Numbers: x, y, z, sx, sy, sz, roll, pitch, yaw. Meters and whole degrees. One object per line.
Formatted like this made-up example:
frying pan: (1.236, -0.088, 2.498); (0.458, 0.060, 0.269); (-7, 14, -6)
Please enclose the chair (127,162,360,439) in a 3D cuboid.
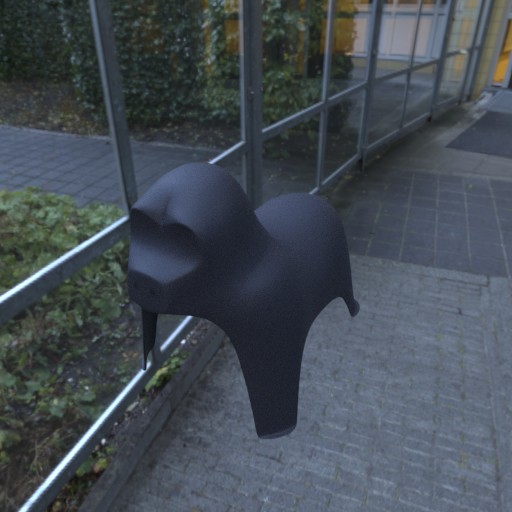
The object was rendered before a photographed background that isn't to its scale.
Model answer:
chair: (0.000, 0.000, 1.159); (0.490, 0.600, 0.758); (19, 35, 29)
